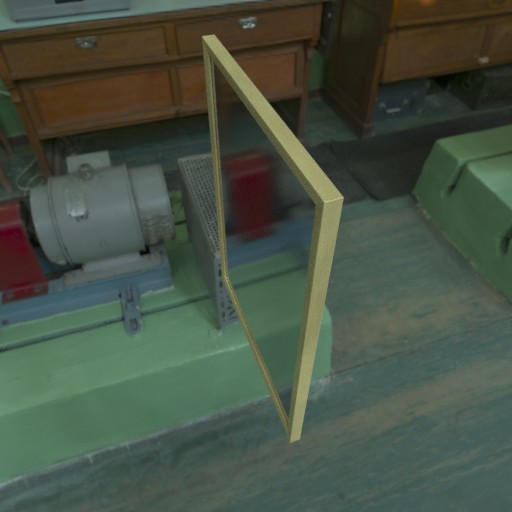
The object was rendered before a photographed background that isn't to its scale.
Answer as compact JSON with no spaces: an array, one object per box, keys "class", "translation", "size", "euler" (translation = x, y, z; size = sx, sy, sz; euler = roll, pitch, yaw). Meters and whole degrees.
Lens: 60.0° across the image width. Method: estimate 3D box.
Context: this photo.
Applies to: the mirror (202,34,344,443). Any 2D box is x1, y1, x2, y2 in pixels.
[{"class":"mirror","translation":[0.000,0.000,1.344],"size":[0.040,1.016,0.762],"euler":[-15,48,-14]}]
